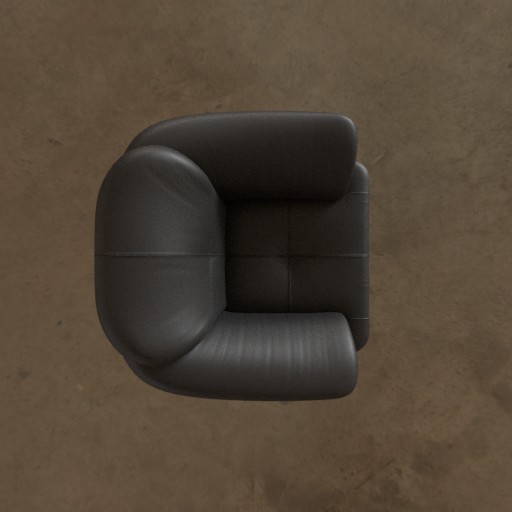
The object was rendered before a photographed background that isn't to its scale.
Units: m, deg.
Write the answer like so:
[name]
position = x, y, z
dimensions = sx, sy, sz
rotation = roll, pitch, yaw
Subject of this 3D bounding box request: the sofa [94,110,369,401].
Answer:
[sofa]
position = 0.000, 0.000, 1.476
dimensions = 0.794, 0.811, 0.870
rotation = 0, 90, 0
